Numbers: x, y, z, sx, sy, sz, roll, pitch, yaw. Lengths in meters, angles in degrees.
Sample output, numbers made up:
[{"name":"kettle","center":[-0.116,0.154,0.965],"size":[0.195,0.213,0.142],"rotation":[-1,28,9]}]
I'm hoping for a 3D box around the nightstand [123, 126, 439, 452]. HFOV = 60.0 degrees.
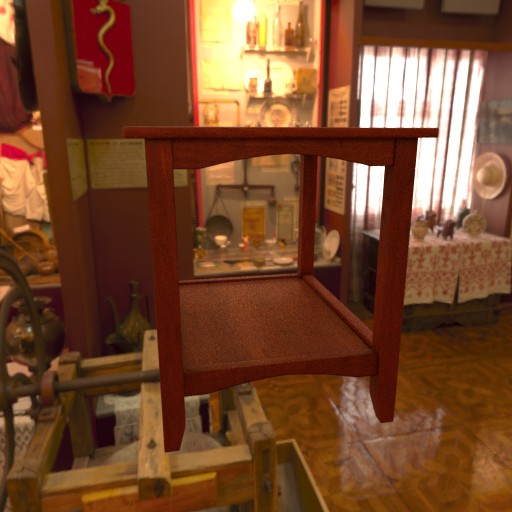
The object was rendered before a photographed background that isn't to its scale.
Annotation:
[{"name":"nightstand","center":[0.000,0.000,1.014],"size":[0.501,0.558,0.558],"rotation":[-3,16,-11]}]
